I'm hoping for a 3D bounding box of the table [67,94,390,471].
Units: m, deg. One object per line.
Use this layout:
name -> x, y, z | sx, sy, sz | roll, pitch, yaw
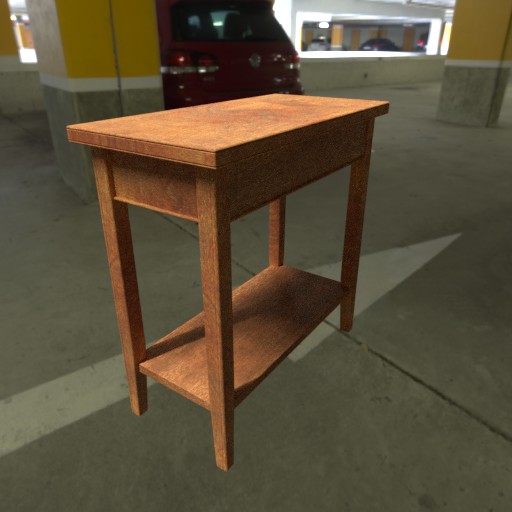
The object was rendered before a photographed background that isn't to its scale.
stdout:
table -> 0.000, 0.000, 0.976 | 0.305, 0.610, 0.610 | 17, 30, 31
